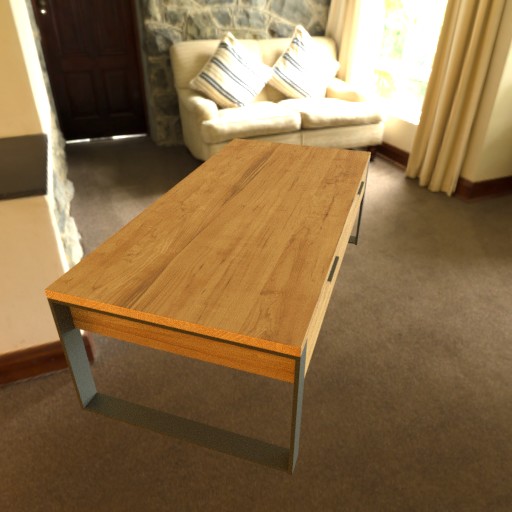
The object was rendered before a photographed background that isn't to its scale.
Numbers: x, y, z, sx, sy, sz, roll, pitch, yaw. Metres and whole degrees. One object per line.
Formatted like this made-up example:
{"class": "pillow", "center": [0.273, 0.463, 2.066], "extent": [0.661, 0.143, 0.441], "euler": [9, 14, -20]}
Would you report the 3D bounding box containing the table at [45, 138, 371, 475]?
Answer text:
{"class": "table", "center": [0.000, 0.000, 1.479], "extent": [0.590, 0.400, 1.180], "euler": [10, 33, 16]}
